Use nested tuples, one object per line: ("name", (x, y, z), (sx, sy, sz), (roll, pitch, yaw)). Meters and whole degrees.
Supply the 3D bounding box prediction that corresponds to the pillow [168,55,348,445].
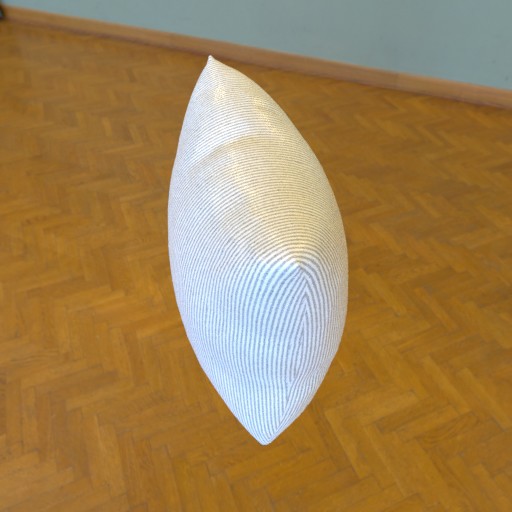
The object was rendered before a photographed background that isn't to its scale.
("pillow", (0.000, 0.000, 0.669), (0.310, 0.432, 0.387), (16, 48, 15))
